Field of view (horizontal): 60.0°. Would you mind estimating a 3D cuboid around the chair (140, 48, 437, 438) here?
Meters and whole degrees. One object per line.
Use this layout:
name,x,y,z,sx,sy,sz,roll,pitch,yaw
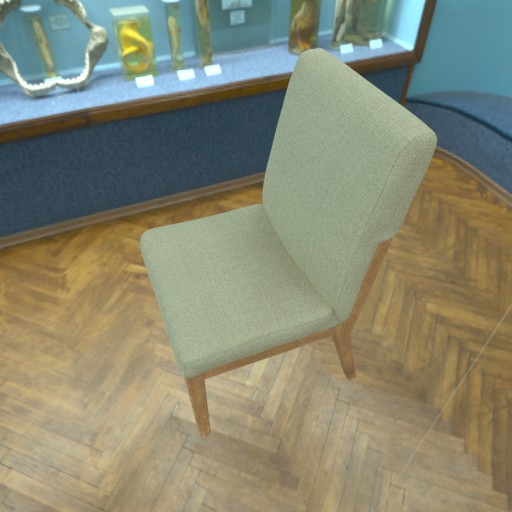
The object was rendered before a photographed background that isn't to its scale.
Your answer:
chair,0.000,0.000,1.243,0.586,0.911,0.507,-16,48,-15
